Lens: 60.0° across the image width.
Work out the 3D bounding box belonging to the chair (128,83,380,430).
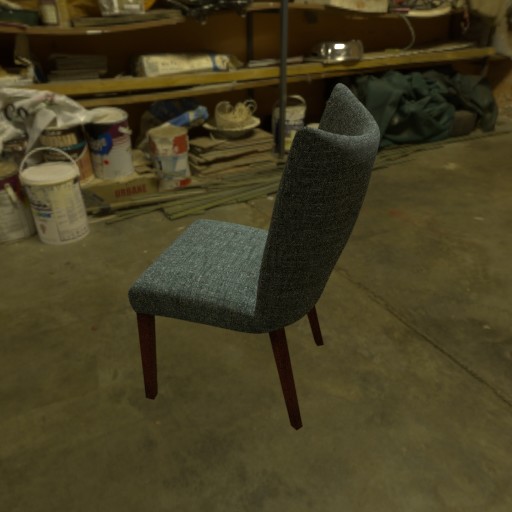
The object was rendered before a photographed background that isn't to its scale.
[{"bbox_3d":[0.000,0.000,1.339,0.623,0.924,0.535,9,31,15],"label":"chair"}]
